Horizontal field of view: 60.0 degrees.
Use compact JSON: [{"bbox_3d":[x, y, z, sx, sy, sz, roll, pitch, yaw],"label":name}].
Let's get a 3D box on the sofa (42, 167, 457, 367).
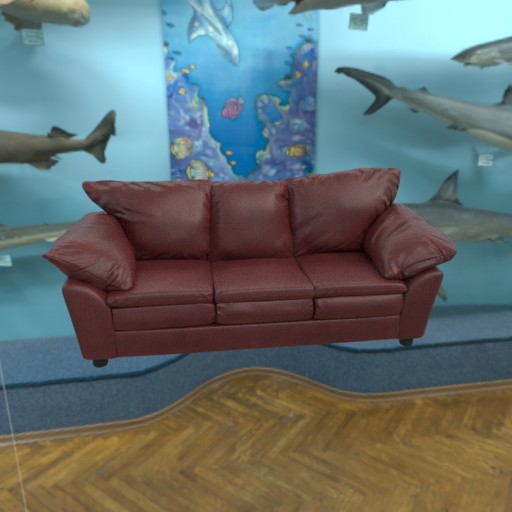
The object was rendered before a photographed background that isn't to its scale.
[{"bbox_3d":[0.000,0.000,2.937,2.390,1.091,0.907,-2,16,-8],"label":"sofa"}]
